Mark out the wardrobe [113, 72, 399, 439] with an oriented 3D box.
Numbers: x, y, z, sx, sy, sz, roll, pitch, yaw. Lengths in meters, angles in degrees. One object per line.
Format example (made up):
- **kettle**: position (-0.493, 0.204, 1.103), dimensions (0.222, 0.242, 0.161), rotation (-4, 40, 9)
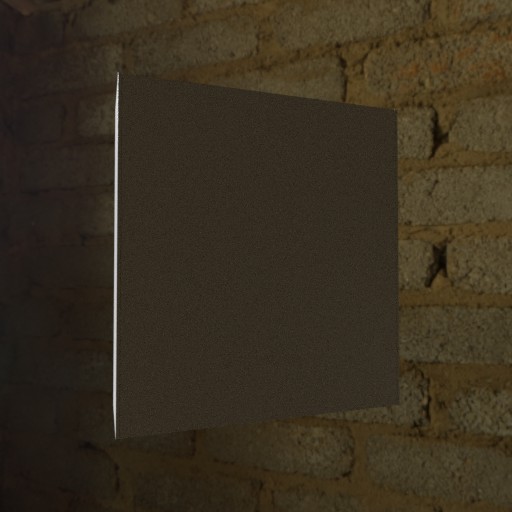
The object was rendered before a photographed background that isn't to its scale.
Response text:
- **wardrobe**: position (0.000, 0.000, 2.944), dimensions (1.780, 1.960, 0.629), rotation (0, -1, -19)
